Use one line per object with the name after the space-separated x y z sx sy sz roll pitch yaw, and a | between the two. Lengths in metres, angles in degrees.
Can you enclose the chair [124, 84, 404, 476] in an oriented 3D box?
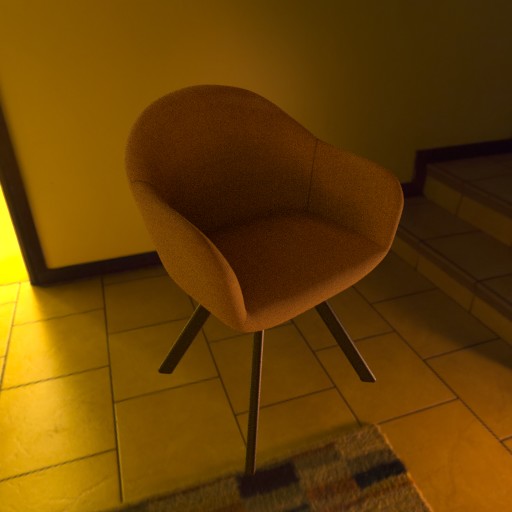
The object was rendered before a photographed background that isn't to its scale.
0.000 0.000 1.173 0.590 0.795 0.550 -23 37 -33 | chair
